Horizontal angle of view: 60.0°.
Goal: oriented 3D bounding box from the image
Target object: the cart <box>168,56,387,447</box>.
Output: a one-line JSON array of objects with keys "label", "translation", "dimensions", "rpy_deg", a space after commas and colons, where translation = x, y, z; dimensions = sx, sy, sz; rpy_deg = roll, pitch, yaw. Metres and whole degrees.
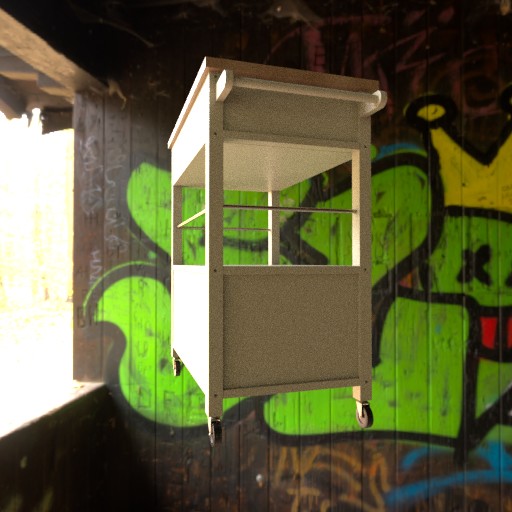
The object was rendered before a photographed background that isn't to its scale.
[{"label": "cart", "translation": [0.000, 0.000, 1.402], "dimensions": [0.459, 0.901, 0.840], "rpy_deg": [0, -1, -18]}]
